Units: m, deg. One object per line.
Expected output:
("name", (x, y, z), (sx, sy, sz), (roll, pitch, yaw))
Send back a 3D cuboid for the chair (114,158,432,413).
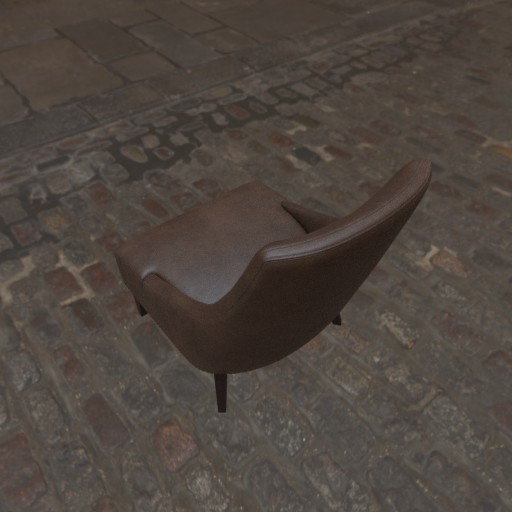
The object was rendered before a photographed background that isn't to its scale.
("chair", (0.000, 0.000, 1.487), (0.701, 0.909, 0.861), (-30, 53, -26))
